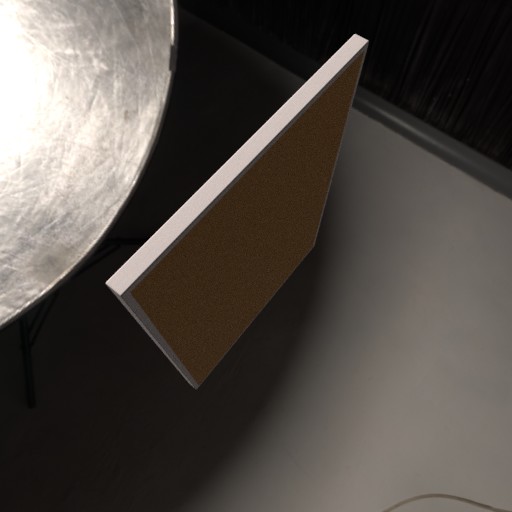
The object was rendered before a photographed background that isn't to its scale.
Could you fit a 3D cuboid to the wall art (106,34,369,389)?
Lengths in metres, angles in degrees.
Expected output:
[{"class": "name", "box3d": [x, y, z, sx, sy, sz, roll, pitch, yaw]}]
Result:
[{"class": "wall art", "box3d": [0.000, 0.000, 1.582, 0.046, 1.221, 0.914, 36, 70, 15]}]
